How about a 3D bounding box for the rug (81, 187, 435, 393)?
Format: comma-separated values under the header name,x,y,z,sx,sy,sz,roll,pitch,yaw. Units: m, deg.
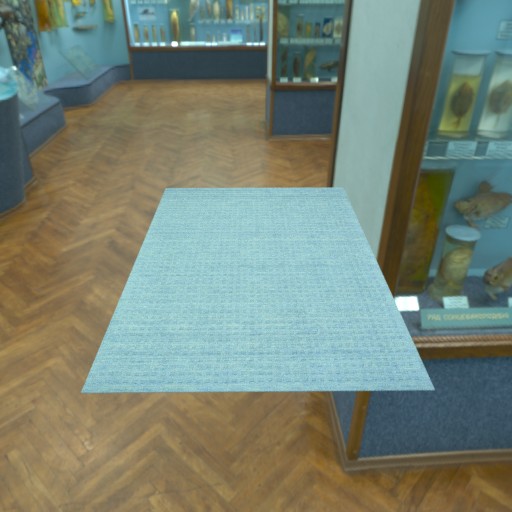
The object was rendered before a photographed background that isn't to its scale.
name,x,y,z,sx,sy,sz,roll,pitch,yaw
rug,0.000,0.000,3.715,1.982,0.006,2.895,0,32,0
